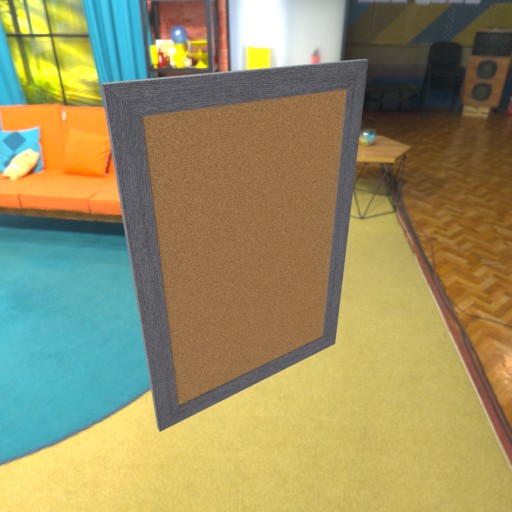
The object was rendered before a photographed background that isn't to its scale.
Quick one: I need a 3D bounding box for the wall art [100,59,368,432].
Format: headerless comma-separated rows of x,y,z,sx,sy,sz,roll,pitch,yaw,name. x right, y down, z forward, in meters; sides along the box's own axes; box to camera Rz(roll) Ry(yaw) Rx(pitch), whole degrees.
0.000,0.000,1.369,0.768,1.070,0.020,-19,35,-29,wall art
